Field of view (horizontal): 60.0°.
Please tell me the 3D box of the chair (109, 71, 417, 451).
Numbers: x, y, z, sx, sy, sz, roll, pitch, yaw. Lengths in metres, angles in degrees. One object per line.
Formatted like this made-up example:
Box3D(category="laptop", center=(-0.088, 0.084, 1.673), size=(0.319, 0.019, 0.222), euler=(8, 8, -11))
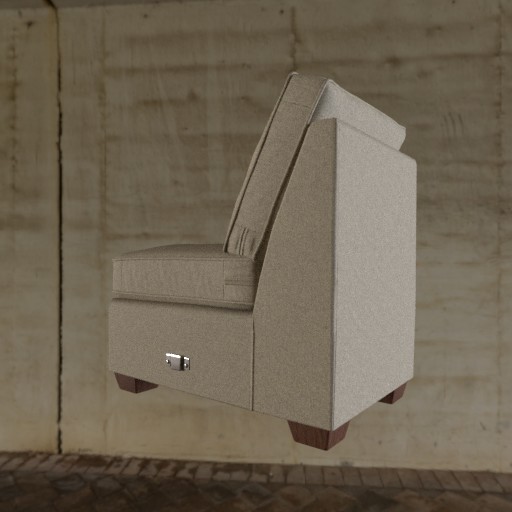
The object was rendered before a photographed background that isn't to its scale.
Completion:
Box3D(category="chair", center=(0.000, 0.000, 1.707), size=(1.020, 1.058, 0.674), euler=(0, 0, 37))
